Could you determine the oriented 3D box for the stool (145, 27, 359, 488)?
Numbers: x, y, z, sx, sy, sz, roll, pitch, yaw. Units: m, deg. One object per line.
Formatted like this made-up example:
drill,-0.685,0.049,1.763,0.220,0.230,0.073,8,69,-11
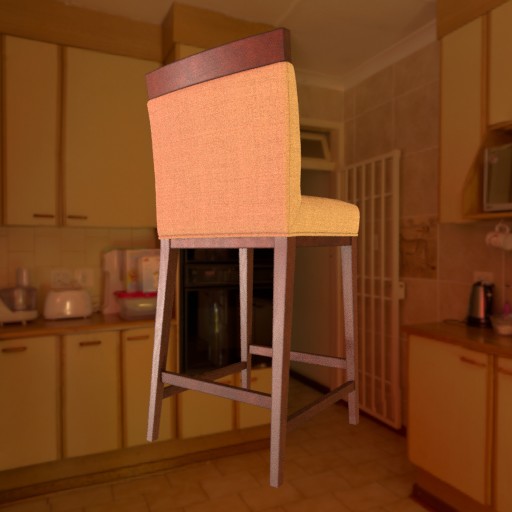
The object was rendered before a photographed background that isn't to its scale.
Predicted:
stool,0.000,0.000,1.272,0.463,1.011,0.480,0,1,35
